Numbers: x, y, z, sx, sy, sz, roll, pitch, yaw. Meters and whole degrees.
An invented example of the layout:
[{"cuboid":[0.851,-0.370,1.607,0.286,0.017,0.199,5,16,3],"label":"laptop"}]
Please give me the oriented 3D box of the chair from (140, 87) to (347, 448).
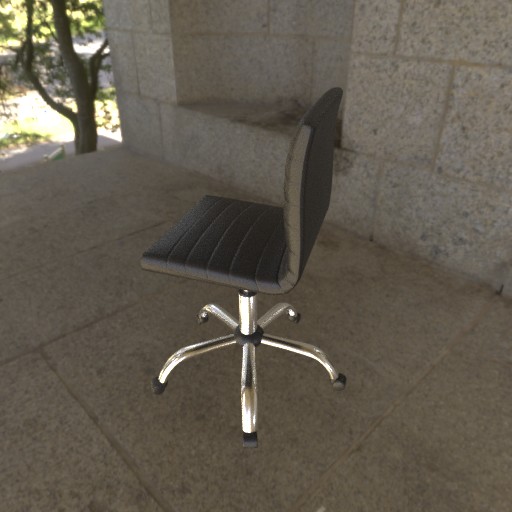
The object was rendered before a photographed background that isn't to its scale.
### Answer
[{"cuboid":[0.000,0.000,1.131,0.530,0.780,0.556,9,31,15],"label":"chair"}]
